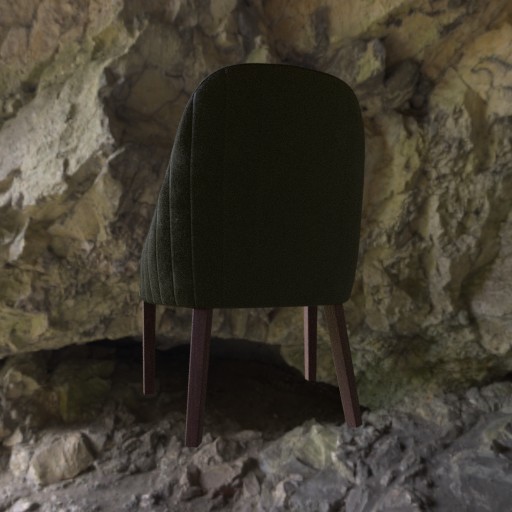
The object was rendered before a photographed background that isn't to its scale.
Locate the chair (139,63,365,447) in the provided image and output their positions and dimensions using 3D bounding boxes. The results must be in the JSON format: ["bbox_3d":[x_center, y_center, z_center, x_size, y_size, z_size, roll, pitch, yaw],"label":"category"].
[{"bbox_3d":[0.000,0.000,1.287,0.643,0.889,0.575,0,-1,-17],"label":"chair"}]
